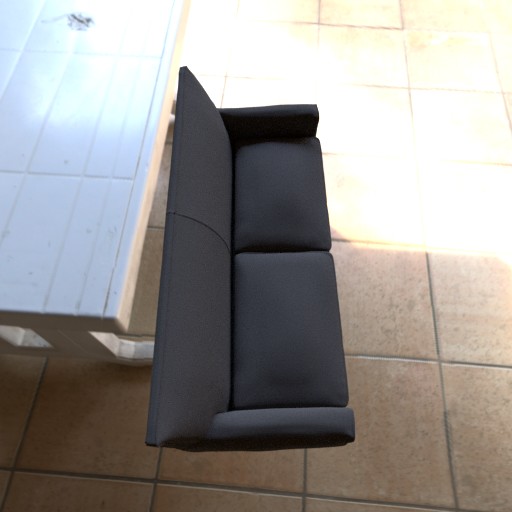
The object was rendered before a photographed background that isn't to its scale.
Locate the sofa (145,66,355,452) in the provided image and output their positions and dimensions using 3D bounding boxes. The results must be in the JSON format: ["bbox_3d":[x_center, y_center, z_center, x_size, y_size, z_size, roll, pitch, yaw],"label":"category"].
[{"bbox_3d":[0.000,0.000,2.444,0.843,0.907,2.002,-1,62,-1],"label":"sofa"}]
